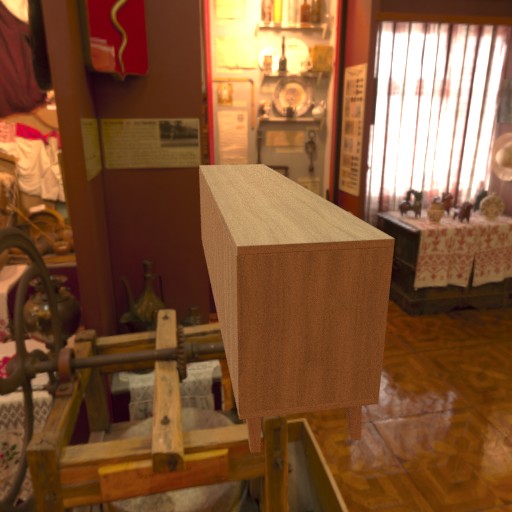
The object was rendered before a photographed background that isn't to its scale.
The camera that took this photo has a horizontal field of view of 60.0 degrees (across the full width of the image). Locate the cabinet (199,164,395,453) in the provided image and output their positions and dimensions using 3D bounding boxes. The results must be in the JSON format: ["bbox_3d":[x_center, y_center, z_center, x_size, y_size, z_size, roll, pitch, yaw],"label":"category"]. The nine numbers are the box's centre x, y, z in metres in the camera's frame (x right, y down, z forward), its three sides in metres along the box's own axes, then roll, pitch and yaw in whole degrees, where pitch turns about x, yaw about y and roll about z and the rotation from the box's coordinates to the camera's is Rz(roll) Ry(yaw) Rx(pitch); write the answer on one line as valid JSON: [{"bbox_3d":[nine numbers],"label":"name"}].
[{"bbox_3d":[0.000,0.000,2.491,0.499,0.779,2.198,-3,18,-9],"label":"cabinet"}]
